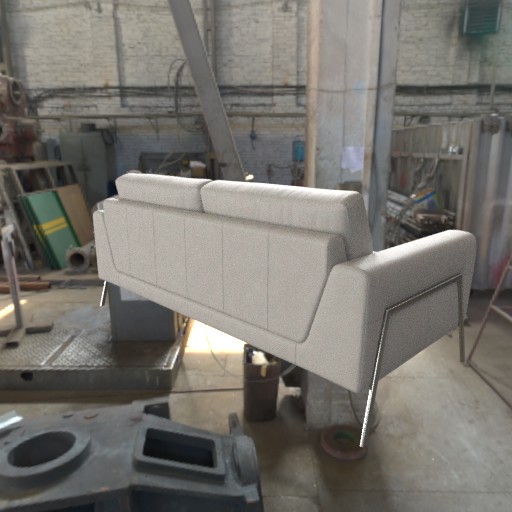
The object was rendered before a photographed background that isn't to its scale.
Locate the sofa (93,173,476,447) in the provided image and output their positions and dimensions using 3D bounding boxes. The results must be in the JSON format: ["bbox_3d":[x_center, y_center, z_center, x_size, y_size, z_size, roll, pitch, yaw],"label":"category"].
[{"bbox_3d":[0.000,0.000,2.470,0.953,0.875,2.017,-13,19,-43],"label":"sofa"}]
